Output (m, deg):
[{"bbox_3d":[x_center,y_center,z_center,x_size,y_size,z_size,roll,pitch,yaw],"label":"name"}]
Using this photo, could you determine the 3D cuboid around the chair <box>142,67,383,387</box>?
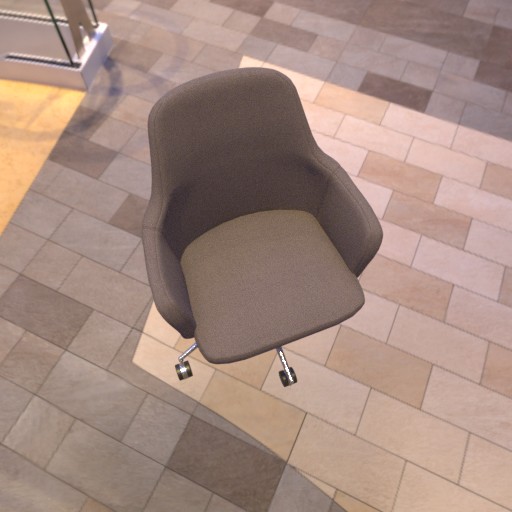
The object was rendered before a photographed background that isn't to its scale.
[{"bbox_3d":[0.000,0.000,1.251,0.655,0.820,0.600,-19,63,-10],"label":"chair"}]
